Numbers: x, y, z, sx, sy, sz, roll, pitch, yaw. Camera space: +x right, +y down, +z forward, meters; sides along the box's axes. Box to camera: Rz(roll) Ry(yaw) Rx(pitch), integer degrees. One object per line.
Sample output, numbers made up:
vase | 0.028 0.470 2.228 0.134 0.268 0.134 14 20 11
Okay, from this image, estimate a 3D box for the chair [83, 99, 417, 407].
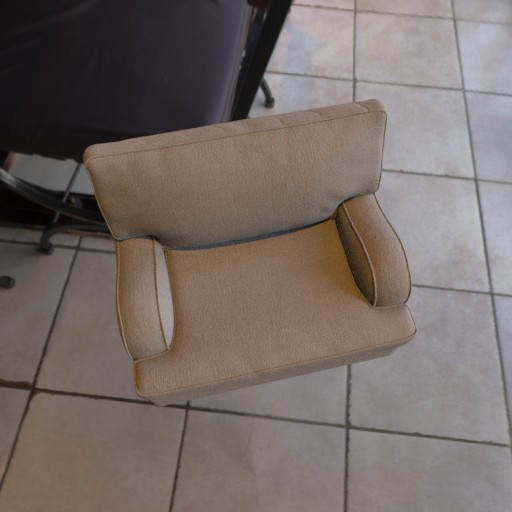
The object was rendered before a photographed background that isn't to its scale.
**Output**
chair | 0.000 0.000 2.006 1.220 1.016 1.041 -11 64 -5
